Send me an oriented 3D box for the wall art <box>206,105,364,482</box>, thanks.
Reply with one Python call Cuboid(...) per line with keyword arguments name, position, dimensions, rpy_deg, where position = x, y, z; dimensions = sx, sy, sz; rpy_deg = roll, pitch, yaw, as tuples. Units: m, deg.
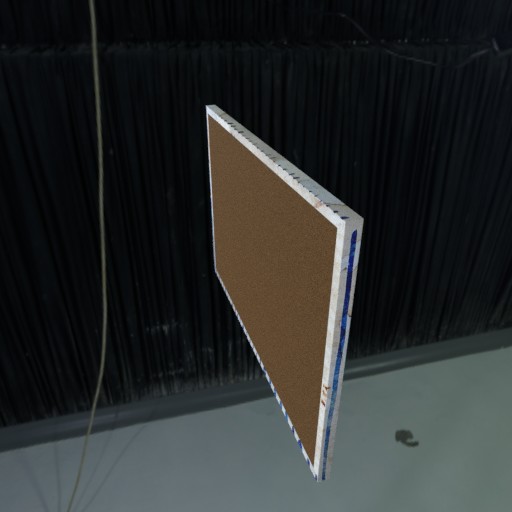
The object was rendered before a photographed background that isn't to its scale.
Cuboid(name="wall art", position=(0.000, 0.000, 1.175), dimensions=(0.030, 0.609, 0.919), rpy_deg=(-9, 31, -16))
